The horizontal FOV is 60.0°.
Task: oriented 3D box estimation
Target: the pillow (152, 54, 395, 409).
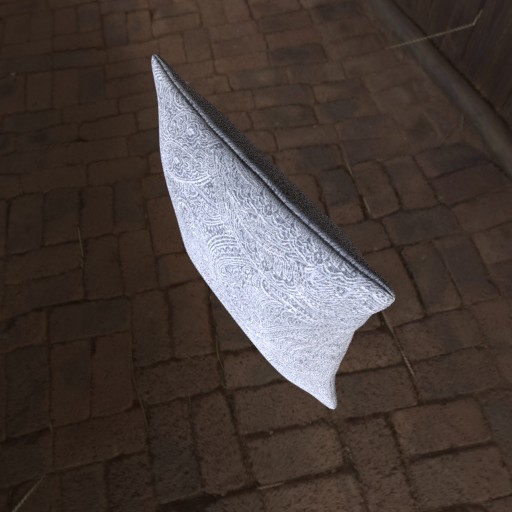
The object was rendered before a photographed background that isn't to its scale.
[{"bbox_3d":[0.000,0.000,0.789,0.166,0.510,0.523,-32,64,-18],"label":"pillow"}]
